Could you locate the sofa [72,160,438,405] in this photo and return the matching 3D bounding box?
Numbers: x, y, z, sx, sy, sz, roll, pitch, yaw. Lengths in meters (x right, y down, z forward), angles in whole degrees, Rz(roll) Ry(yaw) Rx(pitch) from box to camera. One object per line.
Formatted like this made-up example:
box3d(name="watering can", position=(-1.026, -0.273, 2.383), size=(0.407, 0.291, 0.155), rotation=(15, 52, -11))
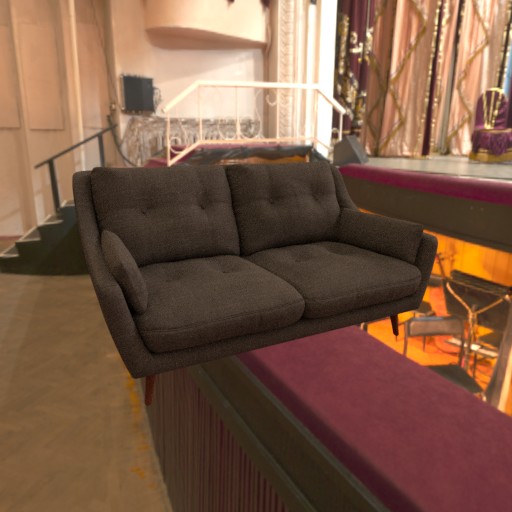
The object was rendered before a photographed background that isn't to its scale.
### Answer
box3d(name="sofa", position=(0.000, 0.000, 2.236), size=(1.646, 0.887, 0.976), rotation=(-8, 17, -27))
